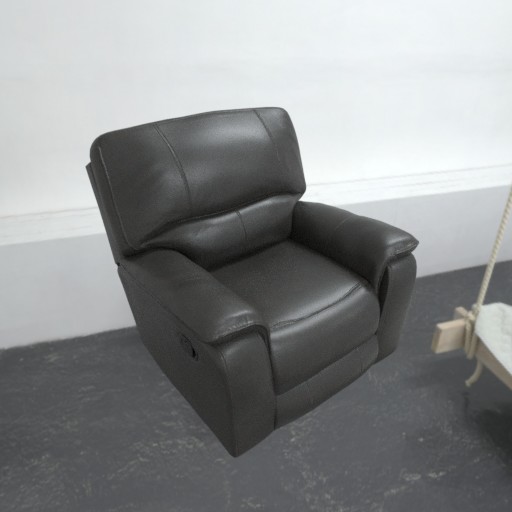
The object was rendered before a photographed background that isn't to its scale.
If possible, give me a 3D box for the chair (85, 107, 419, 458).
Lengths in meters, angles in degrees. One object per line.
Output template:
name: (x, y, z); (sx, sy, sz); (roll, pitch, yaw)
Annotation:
chair: (0.000, 0.000, 1.981); (1.096, 1.109, 1.087); (-21, 36, -32)
